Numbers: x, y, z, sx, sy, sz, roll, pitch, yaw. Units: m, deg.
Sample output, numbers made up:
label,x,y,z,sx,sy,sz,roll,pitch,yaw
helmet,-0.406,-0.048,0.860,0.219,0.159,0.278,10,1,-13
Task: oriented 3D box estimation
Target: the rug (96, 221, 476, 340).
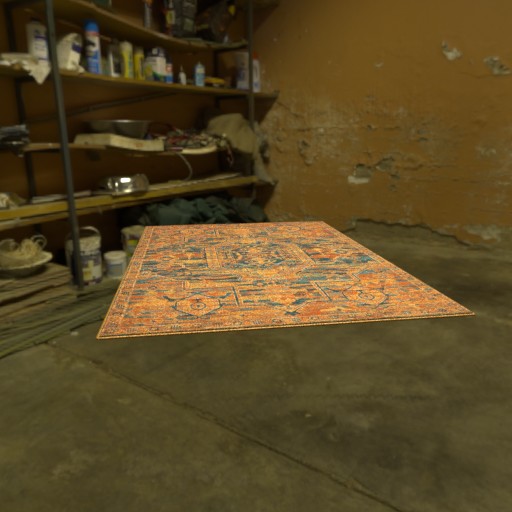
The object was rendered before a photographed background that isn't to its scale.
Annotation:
label,x,y,z,sx,sy,sz,roll,pitch,yaw
rug,0.000,0.000,3.713,2.043,0.019,2.916,-2,15,-8
